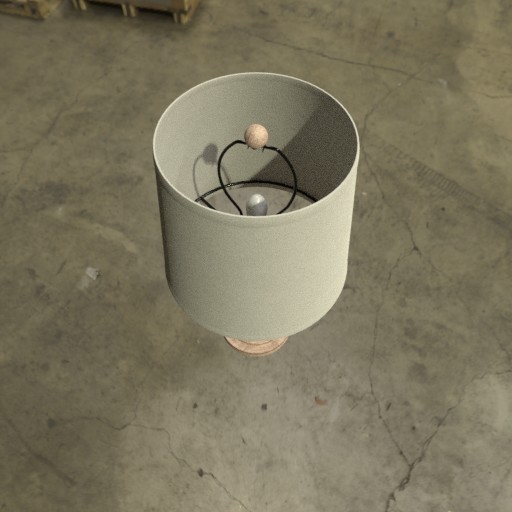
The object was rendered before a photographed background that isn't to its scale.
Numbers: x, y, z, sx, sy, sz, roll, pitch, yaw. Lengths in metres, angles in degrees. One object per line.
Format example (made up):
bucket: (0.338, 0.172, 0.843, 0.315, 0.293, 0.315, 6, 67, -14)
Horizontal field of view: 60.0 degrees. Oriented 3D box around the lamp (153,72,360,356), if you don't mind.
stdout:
lamp: (0.000, 0.000, 0.668, 0.273, 0.497, 0.273, 0, 58, 0)
